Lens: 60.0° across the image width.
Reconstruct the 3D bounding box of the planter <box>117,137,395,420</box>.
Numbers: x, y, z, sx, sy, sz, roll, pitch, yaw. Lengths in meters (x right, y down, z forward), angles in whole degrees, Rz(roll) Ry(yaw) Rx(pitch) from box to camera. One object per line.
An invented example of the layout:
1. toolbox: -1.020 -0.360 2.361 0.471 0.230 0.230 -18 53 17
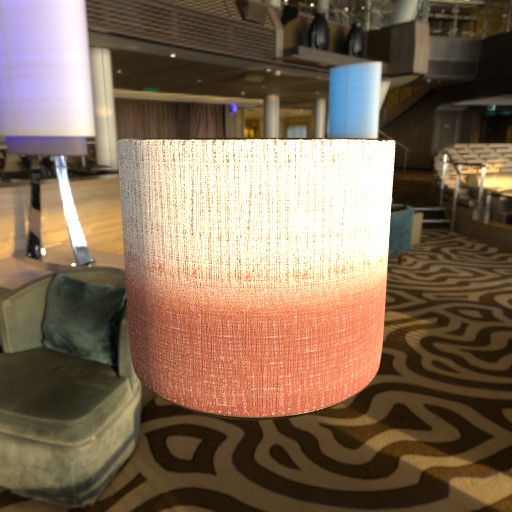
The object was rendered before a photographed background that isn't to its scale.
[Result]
1. planter: 0.000 0.000 0.309 0.178 0.157 0.178 0 14 0
